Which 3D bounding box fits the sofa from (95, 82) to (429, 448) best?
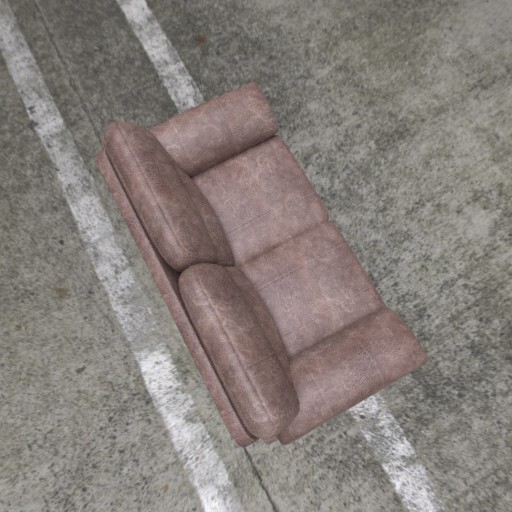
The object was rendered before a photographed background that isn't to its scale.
[{"bbox_3d":[0.000,0.000,2.345,0.991,0.991,1.753,-28,77,-7],"label":"sofa"}]
